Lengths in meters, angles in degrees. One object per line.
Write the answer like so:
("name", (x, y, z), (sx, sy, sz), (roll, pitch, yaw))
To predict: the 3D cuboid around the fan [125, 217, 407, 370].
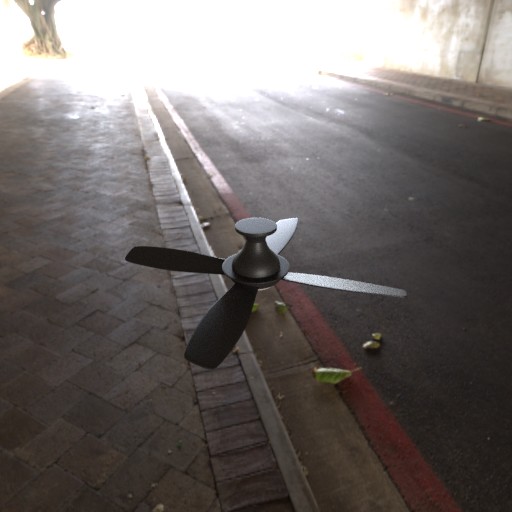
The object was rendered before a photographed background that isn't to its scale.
("fan", (0.000, 0.000, 2.552), (1.694, 0.382, 1.694), (8, 28, 15))
